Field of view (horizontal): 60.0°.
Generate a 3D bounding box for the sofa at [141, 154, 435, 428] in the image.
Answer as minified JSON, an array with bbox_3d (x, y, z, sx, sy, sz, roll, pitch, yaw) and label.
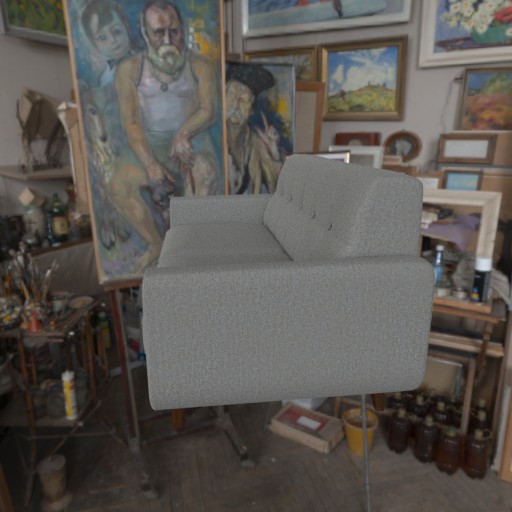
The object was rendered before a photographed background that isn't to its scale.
[{"bbox_3d":[0.000,0.000,2.172,0.952,0.925,1.651,-2,16,-7],"label":"sofa"}]
